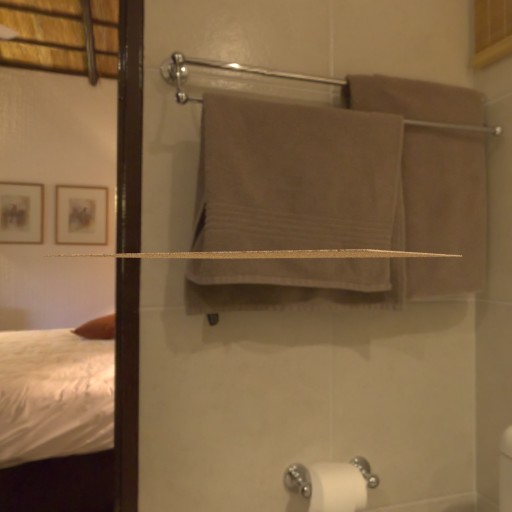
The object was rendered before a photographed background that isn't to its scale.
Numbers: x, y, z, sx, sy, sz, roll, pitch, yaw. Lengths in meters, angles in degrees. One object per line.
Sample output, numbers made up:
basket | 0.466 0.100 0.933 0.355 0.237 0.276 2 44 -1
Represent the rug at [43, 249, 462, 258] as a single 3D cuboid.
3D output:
rug | 0.000 0.000 3.895 2.939 0.009 2.313 -1 -1 36
